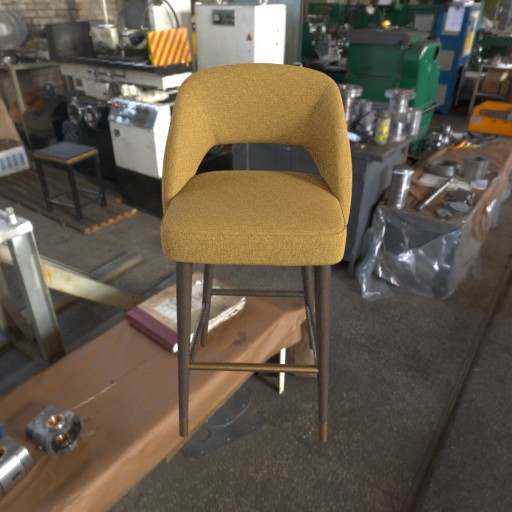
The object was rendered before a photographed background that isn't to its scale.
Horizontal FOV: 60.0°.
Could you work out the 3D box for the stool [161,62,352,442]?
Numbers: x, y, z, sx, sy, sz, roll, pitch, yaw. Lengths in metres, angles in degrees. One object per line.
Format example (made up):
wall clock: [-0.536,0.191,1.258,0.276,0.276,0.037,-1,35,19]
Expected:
stool: [0.000,0.000,1.351,0.536,1.032,0.522,1,30,2]
